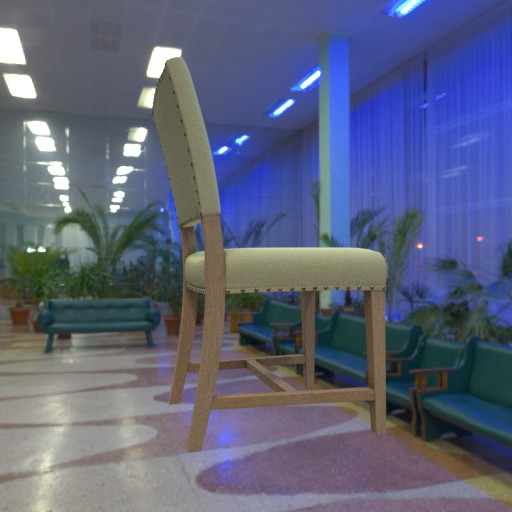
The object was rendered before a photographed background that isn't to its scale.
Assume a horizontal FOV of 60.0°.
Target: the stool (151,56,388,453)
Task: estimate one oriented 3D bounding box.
[{"bbox_3d":[0.000,0.000,1.380,0.623,0.986,0.508,0,-1,-18],"label":"stool"}]
